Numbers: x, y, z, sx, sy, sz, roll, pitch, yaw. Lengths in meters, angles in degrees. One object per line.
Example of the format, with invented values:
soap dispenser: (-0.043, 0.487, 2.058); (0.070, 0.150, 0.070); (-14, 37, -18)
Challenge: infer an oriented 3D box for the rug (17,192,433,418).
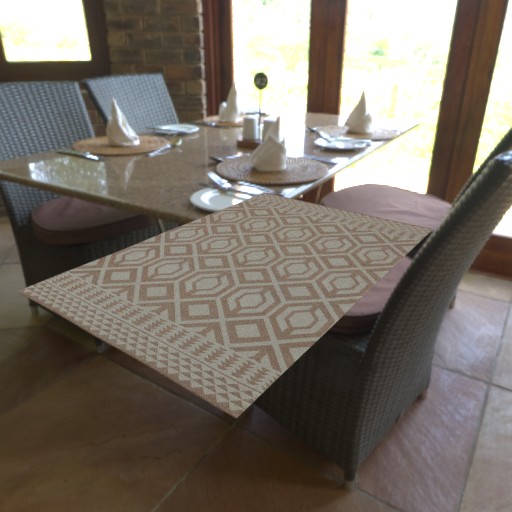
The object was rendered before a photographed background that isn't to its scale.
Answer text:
rug: (0.000, 0.000, 2.256); (1.219, 0.008, 1.829); (17, 30, 33)
